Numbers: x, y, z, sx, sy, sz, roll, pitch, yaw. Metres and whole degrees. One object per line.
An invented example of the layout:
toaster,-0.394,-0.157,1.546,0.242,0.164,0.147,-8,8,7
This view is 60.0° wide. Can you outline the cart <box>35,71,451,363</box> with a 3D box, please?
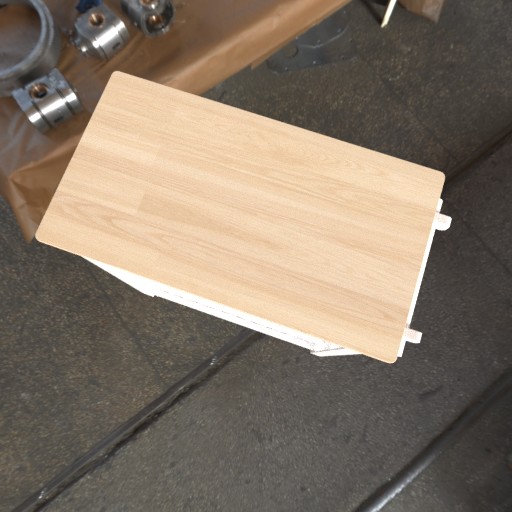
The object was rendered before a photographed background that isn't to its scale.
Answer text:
cart,0.000,0.000,1.459,0.899,0.927,0.457,19,77,4
